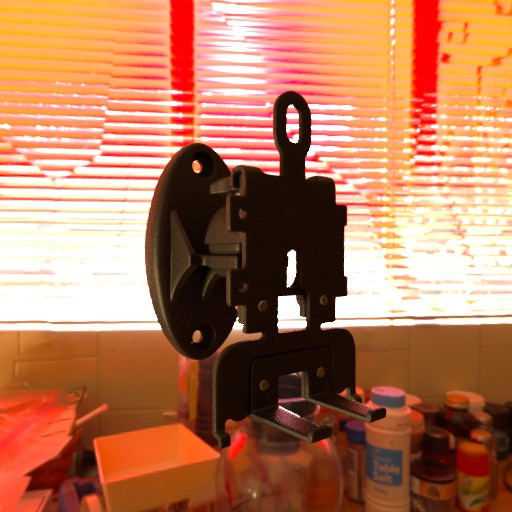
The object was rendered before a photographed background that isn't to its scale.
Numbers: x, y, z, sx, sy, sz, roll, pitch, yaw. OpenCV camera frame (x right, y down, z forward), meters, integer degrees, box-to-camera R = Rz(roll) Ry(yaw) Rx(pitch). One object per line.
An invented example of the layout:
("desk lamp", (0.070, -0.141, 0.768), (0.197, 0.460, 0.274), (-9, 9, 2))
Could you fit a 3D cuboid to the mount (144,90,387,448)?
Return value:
("mount", (0.000, 0.000, 0.177), (0.066, 0.118, 0.100), (0, 1, -37))
